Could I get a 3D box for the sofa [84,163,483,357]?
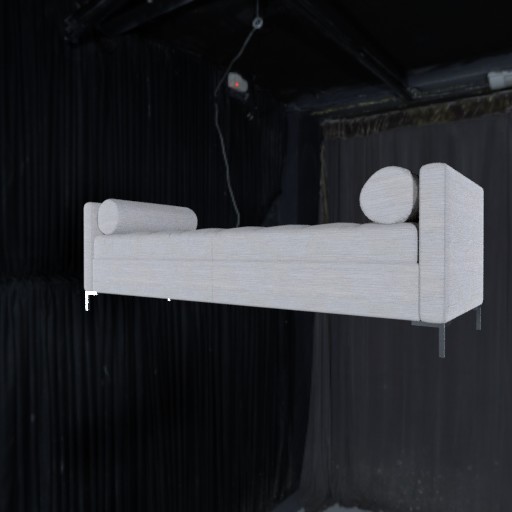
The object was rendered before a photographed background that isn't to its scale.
[{"bbox_3d":[0.000,0.000,2.254,1.981,0.635,0.686,0,1,36],"label":"sofa"}]
